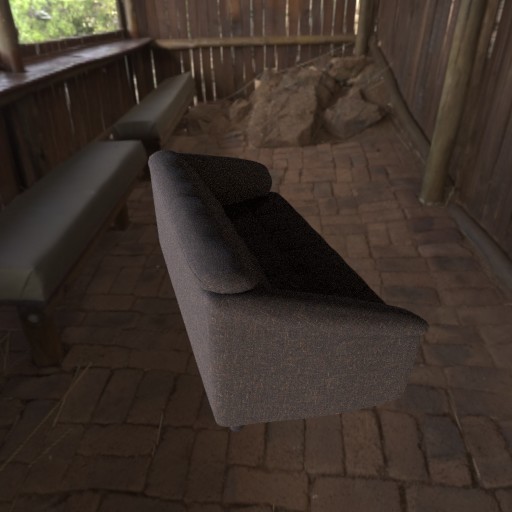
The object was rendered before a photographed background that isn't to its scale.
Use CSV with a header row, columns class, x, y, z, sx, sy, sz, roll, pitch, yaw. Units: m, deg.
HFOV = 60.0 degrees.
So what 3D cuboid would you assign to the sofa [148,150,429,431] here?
class,x,y,z,sx,sy,sz,roll,pitch,yaw
sofa,0.000,0.000,2.327,0.887,0.790,1.849,-10,33,-16
